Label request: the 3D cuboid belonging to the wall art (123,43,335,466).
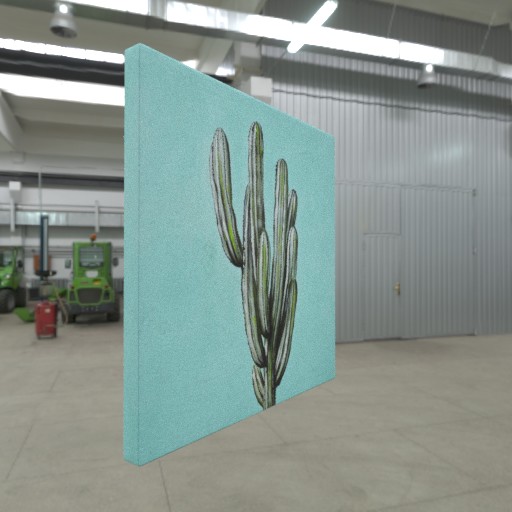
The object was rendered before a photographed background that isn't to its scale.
[{"bbox_3d":[0.000,0.000,1.117,0.054,0.766,0.765,-1,-1,37],"label":"wall art"}]
